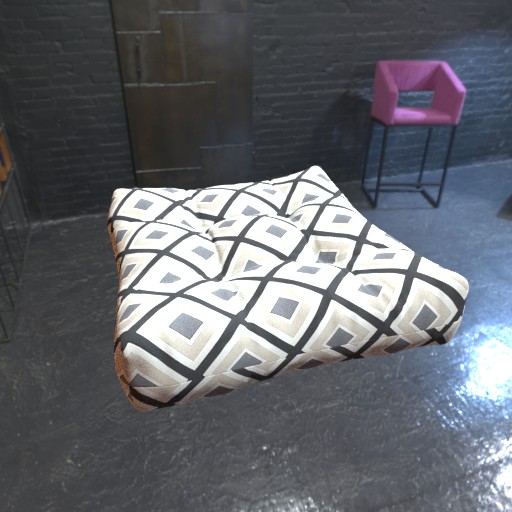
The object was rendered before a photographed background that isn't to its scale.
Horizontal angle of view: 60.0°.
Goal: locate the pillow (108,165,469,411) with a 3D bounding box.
[{"bbox_3d":[0.000,0.000,0.741,0.468,0.128,0.490,-9,31,-15],"label":"pillow"}]
